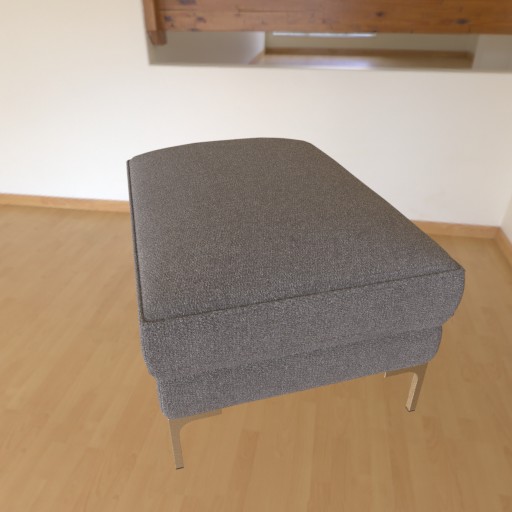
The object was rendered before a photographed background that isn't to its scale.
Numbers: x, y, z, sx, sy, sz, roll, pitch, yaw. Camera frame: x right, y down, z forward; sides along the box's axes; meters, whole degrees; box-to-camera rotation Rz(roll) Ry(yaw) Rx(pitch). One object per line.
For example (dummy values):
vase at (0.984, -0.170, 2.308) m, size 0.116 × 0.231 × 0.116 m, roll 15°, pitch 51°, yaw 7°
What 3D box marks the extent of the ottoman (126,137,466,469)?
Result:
ottoman at (0.000, 0.000, 1.124) m, size 0.583 × 0.464 × 0.785 m, roll -8°, pitch 32°, yaw -13°
